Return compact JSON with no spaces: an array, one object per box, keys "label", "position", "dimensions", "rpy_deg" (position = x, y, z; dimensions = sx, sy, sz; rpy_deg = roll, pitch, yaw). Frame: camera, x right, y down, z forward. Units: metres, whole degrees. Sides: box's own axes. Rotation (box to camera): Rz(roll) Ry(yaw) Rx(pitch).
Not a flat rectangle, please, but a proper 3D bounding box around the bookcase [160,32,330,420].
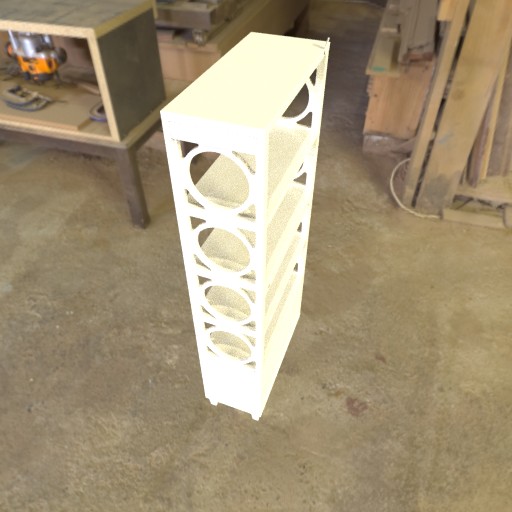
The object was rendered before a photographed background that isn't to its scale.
[{"label":"bookcase","position":[0.000,0.000,2.163],"dimensions":[0.361,1.869,0.761],"rpy_deg":[15,46,15]}]
